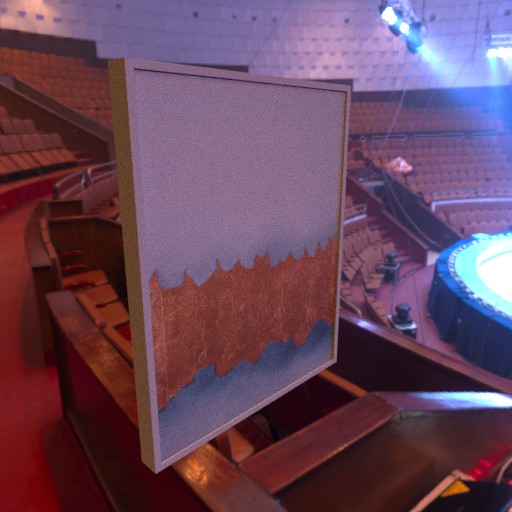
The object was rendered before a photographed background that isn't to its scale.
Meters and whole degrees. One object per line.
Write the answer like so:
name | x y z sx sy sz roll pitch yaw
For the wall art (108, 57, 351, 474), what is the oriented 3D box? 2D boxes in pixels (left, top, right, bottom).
wall art | 0.000 0.000 0.730 0.039 0.553 0.451 15 22 42
